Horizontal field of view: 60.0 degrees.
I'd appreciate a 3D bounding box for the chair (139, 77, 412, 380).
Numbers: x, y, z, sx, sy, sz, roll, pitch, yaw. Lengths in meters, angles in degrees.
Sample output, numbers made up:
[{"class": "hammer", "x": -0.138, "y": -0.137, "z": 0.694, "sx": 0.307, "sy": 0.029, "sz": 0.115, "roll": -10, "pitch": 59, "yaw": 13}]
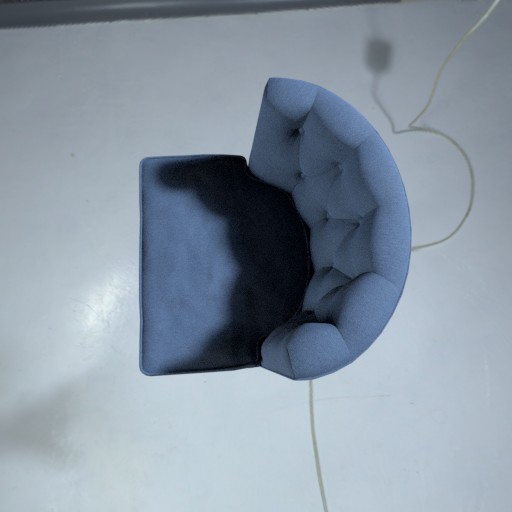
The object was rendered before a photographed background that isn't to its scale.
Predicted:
[{"class": "chair", "x": 0.000, "y": 0.000, "z": 1.365, "sx": 0.718, "sy": 0.771, "sz": 0.740, "roll": -4, "pitch": 75, "yaw": -1}]
